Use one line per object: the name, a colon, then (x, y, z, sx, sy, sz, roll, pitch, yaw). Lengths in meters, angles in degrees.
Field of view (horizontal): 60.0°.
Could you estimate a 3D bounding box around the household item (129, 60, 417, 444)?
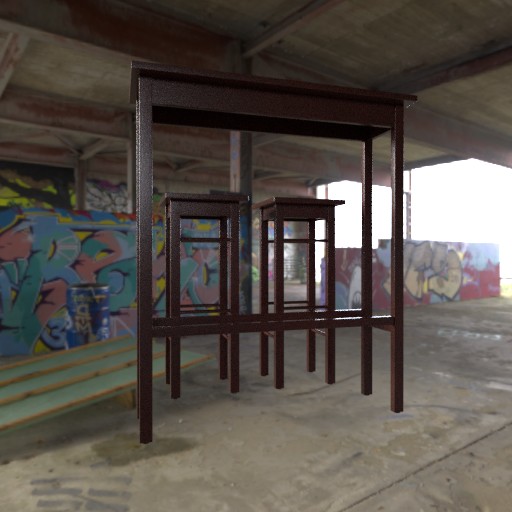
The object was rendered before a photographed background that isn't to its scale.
household item: (0.000, 0.000, 1.662, 0.914, 1.067, 0.676, 0, 0, -17)
